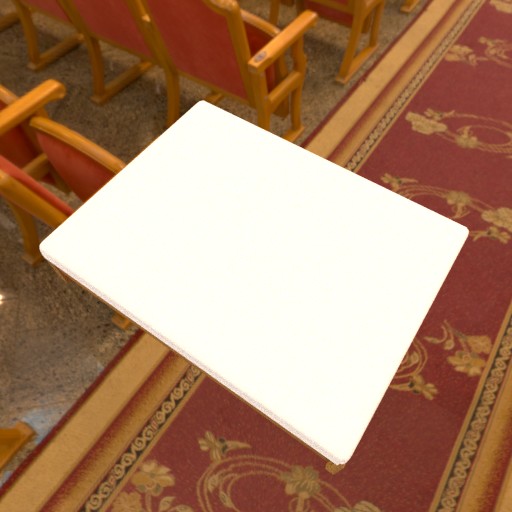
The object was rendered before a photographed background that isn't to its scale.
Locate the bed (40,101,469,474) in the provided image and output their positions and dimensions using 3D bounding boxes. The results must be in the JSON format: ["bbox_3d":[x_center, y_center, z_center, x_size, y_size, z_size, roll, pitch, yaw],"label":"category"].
[{"bbox_3d":[0.000,0.000,2.734,2.016,0.431,1.536,30,63,17],"label":"bed"}]
